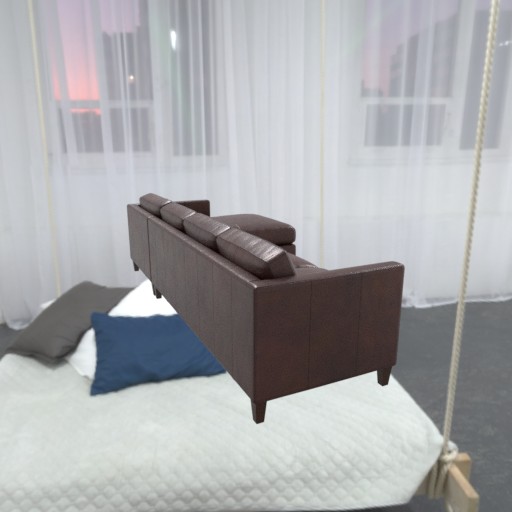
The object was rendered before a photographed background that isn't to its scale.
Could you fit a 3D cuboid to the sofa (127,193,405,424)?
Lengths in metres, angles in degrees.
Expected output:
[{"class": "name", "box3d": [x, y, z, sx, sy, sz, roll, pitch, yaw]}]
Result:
[{"class": "sofa", "box3d": [0.000, 0.000, 3.843, 1.581, 0.883, 3.203, -7, 16, -25]}]
